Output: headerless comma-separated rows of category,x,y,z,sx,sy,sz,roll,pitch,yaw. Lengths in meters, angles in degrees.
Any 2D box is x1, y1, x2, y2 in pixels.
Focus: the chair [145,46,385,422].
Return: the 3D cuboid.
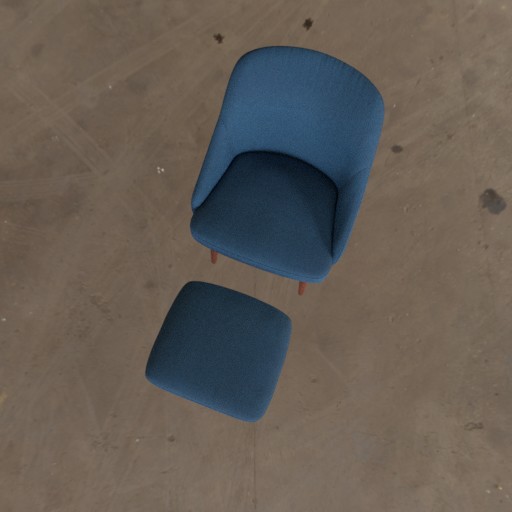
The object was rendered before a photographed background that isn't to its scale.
chair,0.000,0.000,1.611,0.584,0.866,1.114,20,76,5
